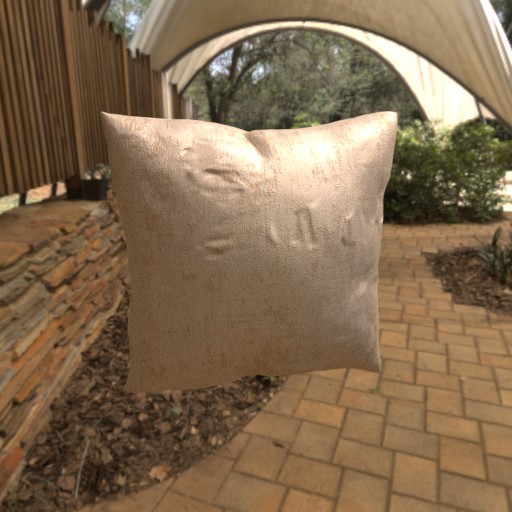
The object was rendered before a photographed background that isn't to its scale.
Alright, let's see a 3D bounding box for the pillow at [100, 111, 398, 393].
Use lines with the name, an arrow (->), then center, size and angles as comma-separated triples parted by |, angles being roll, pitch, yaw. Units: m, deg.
pillow -> 0.000, 0.000, 0.719 | 0.450, 0.448, 0.245 | -2, 16, -8
